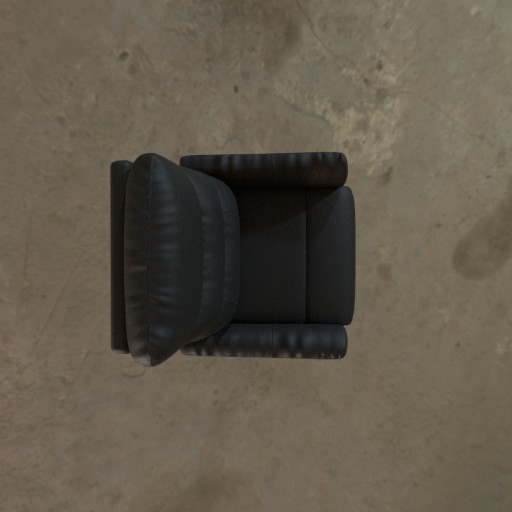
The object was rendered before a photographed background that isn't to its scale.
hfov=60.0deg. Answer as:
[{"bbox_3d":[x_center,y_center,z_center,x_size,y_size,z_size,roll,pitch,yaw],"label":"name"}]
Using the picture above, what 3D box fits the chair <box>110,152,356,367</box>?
[{"bbox_3d":[0.000,0.000,1.647,0.831,1.082,0.775,0,91,-1],"label":"chair"}]
